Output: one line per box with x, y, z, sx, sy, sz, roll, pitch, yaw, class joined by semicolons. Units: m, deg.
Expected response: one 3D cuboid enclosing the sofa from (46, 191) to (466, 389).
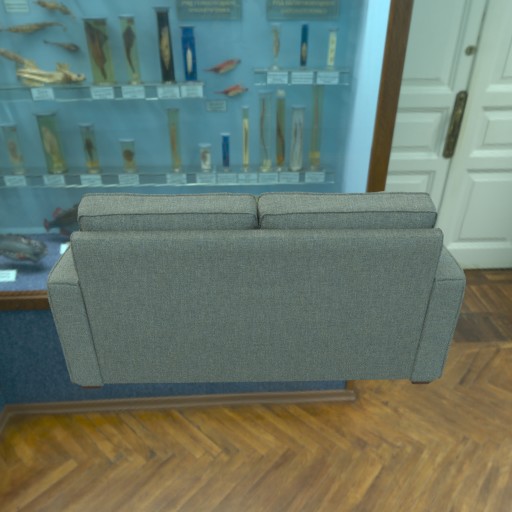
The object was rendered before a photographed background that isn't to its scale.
0.000;0.000;2.211;1.706;0.915;0.945;-1;30;-1;sofa
